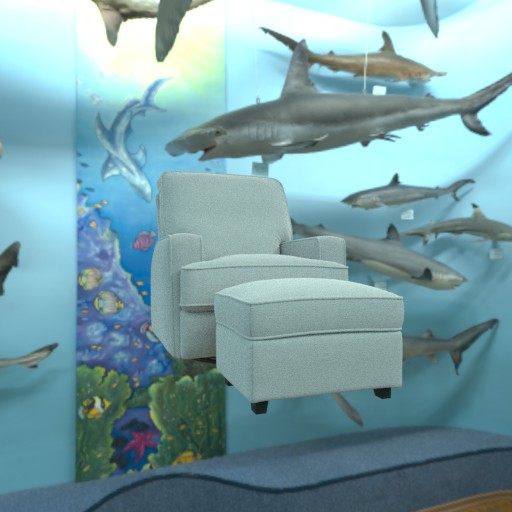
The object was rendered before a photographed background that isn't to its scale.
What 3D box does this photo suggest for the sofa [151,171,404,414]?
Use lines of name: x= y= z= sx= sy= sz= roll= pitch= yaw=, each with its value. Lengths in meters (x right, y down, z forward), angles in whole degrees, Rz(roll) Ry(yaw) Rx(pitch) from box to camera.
sofa: x=0.000 y=0.000 z=2.060 sx=0.861 sy=0.959 sz=1.472 roll=0 pitch=0 yaw=-19
